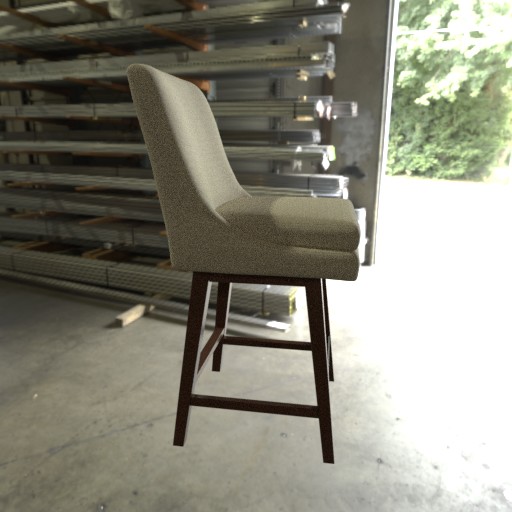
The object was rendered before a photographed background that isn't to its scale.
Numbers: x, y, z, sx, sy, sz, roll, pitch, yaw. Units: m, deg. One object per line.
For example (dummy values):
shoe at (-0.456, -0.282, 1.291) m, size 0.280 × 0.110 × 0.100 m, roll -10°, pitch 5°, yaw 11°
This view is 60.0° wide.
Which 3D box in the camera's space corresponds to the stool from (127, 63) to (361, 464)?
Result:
stool at (0.000, 0.000, 1.278) m, size 0.559 × 0.991 × 0.483 m, roll 2°, pitch 15°, yaw 9°
